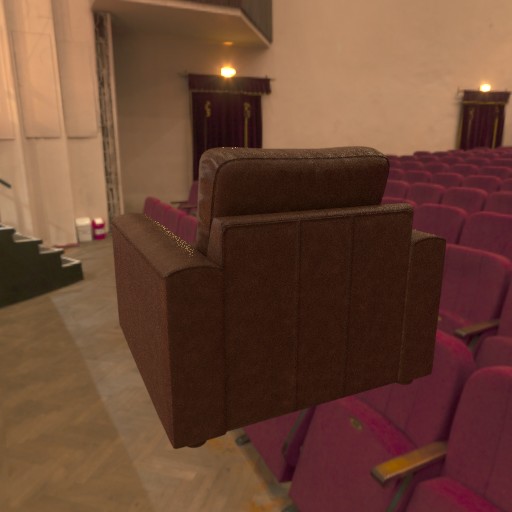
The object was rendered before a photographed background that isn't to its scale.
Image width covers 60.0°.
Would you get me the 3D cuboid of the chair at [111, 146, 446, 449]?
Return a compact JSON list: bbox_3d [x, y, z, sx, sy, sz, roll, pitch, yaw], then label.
[{"bbox_3d":[0.000,0.000,1.805,1.005,0.873,1.016,-7,16,-24],"label":"chair"}]
